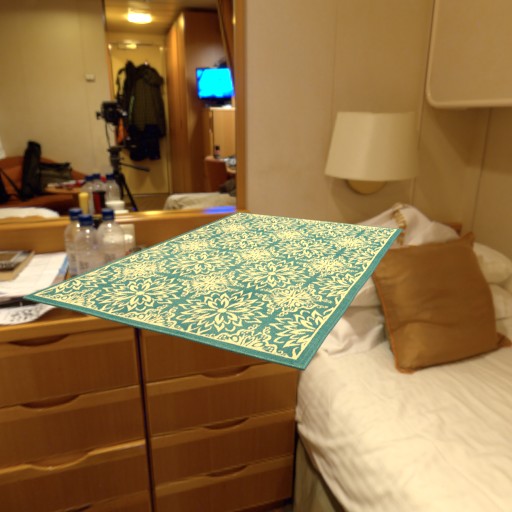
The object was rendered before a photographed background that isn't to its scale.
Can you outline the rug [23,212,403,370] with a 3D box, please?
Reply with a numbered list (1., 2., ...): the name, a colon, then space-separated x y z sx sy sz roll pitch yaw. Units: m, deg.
1. rug: 0.000 0.000 3.512 1.830 0.018 2.769 8 19 25
